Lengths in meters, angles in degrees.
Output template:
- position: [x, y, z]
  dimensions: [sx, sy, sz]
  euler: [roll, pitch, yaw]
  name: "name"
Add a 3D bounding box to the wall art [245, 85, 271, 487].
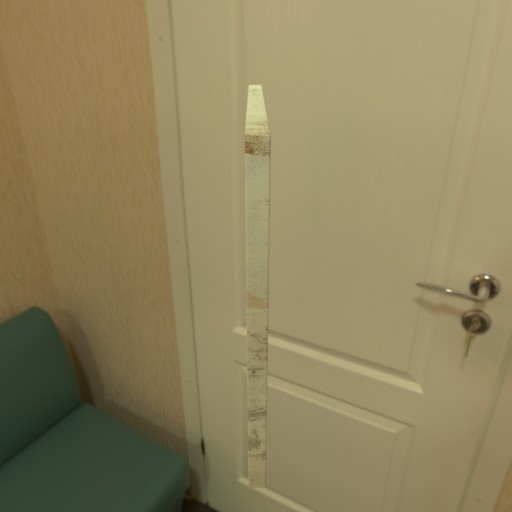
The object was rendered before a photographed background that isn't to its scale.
- position: [0.000, 0.000, 1.136]
  dimensions: [0.038, 0.755, 0.753]
  euler: [0, 26, 0]
  name: "wall art"
